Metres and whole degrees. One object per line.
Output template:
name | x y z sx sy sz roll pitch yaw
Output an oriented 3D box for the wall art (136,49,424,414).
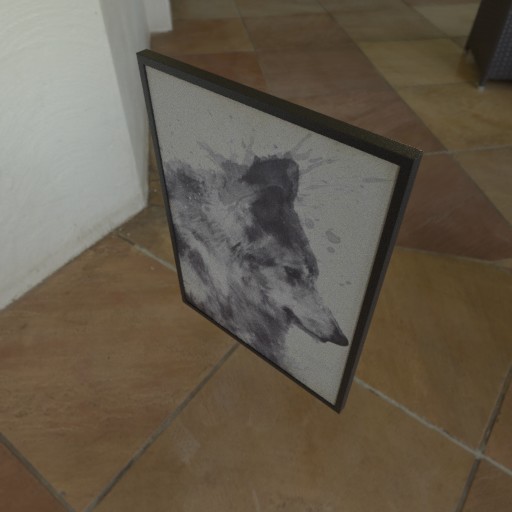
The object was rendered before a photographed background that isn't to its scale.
wall art | 0.000 0.000 1.396 0.804 1.061 0.039 31 53 27
